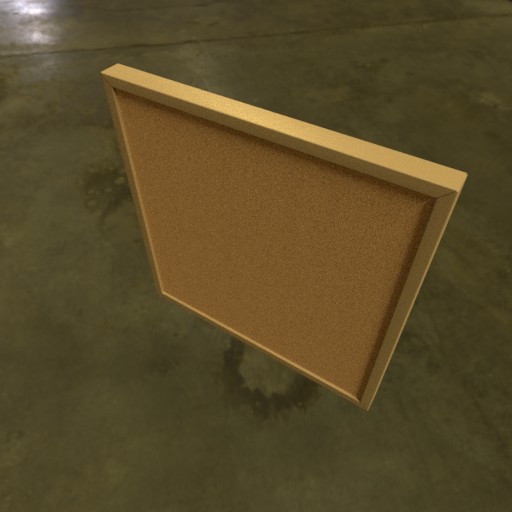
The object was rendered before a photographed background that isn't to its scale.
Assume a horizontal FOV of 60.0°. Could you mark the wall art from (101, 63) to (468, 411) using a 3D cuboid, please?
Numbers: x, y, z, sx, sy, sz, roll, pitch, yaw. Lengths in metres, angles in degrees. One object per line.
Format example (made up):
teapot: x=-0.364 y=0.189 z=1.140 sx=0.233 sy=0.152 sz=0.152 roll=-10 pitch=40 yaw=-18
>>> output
wall art: x=0.000 y=0.000 z=0.736 sx=0.509 sy=0.509 sz=0.036 roll=25 pitch=51 yaw=22
